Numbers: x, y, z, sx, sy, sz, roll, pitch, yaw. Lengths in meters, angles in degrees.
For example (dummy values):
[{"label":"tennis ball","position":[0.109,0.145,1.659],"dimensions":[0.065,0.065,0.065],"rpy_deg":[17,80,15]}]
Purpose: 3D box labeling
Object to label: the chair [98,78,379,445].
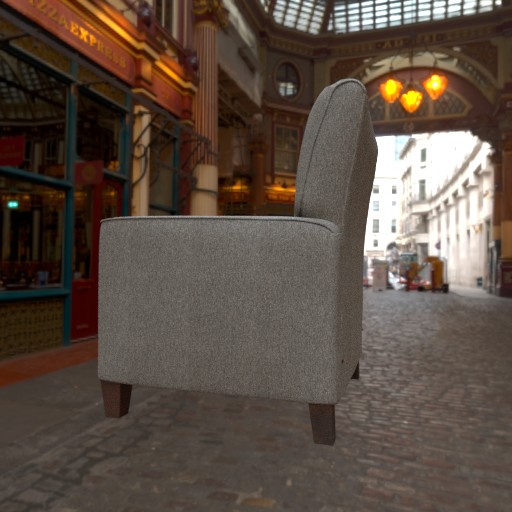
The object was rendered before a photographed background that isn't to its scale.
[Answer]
[{"label":"chair","position":[0.000,0.000,1.649],"dimensions":[0.858,1.028,0.841],"rpy_deg":[0,-1,18]}]
